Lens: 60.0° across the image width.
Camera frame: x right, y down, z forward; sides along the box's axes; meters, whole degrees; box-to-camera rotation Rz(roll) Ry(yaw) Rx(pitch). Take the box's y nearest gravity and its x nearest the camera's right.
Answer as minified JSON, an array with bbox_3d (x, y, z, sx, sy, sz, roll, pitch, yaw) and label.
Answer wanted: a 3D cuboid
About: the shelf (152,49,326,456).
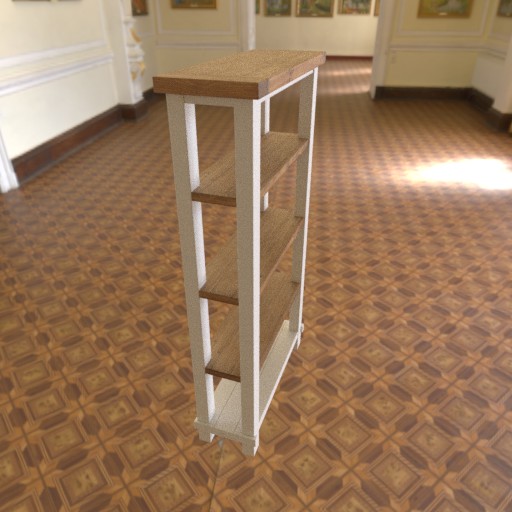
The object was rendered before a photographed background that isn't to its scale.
[{"bbox_3d":[0.000,0.000,2.323,0.381,1.878,1.022,10,32,17],"label":"shelf"}]
